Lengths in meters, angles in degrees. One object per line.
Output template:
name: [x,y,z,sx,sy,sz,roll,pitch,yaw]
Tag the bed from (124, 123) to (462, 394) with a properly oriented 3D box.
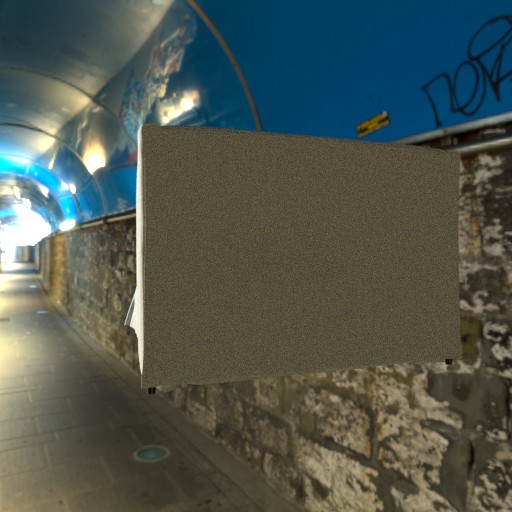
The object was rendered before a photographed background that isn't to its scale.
bed: [0.000,0.000,3.476,1.925,1.332,2.276,0,1,-18]
